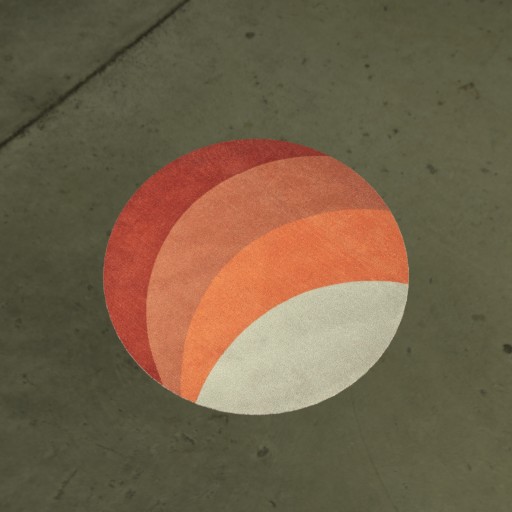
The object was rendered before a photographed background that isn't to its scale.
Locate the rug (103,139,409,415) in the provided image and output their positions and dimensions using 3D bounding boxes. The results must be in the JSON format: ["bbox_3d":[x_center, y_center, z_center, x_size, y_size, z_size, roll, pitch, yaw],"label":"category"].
[{"bbox_3d":[0.000,0.000,2.223,1.514,0.015,1.514,0,63,0],"label":"rug"}]
